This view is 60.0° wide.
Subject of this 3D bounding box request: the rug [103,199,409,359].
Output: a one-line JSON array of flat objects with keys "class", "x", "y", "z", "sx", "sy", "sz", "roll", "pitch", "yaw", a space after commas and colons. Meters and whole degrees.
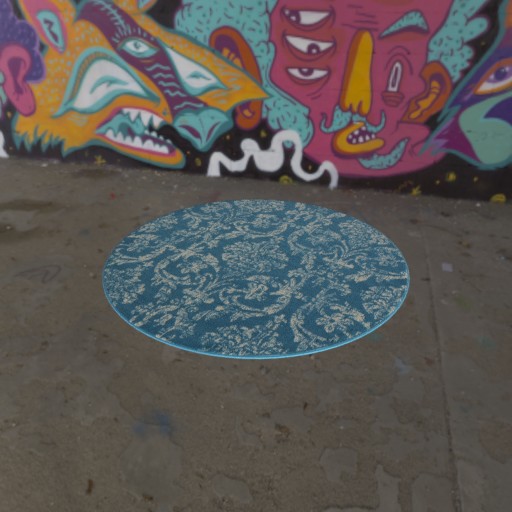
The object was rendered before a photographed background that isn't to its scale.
[{"class": "rug", "x": 0.000, "y": 0.000, "z": 2.402, "sx": 1.593, "sy": 0.012, "sz": 1.593, "roll": 0, "pitch": 30, "yaw": 0}]
